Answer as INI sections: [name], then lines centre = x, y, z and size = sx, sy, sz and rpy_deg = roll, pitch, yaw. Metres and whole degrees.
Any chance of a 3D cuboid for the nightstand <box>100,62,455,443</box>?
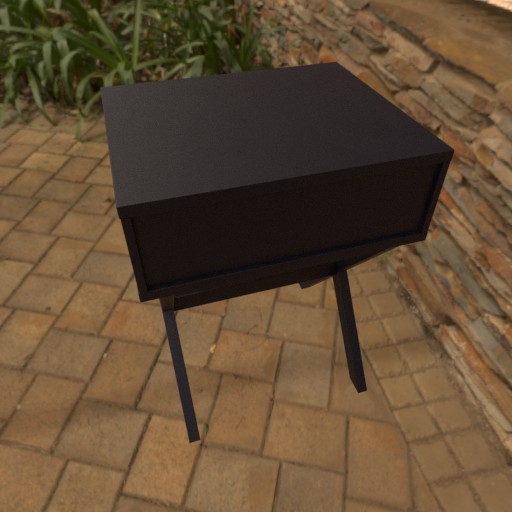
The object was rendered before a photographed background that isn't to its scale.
[nightstand]
centre = 0.000, 0.000, 0.938
size = 0.479, 0.623, 0.402
rpy_deg = -12, 43, -13
